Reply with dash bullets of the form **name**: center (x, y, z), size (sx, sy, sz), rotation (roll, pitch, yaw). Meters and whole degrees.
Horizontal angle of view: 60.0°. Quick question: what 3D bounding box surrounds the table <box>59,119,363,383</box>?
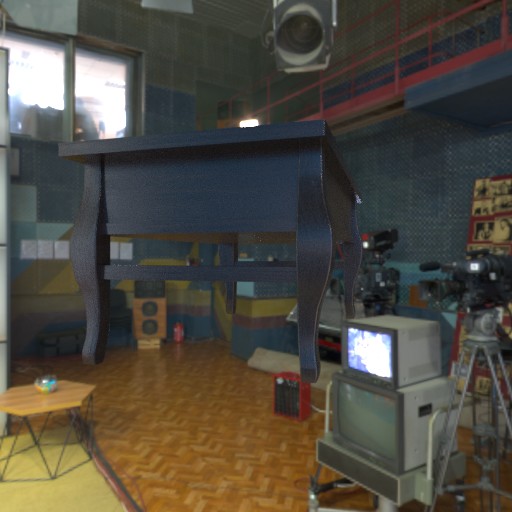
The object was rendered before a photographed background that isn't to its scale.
- **table**: center (0.000, 0.000, 1.394), size (0.600, 0.494, 1.062), rotation (0, 0, 17)
